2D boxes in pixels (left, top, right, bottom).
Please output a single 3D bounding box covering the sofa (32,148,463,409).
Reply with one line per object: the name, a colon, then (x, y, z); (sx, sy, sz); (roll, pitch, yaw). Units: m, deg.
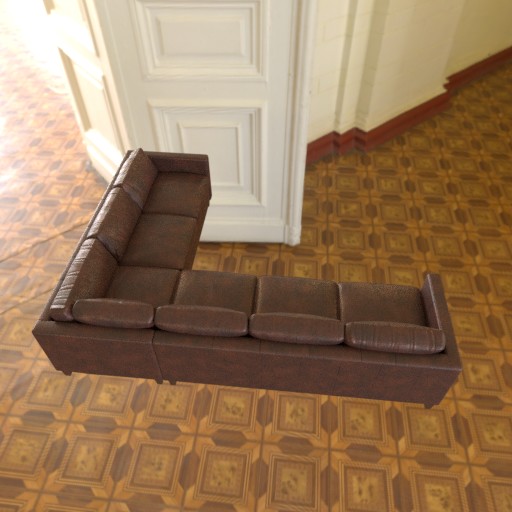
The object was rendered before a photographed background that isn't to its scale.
sofa: (0.000, 0.000, 4.219); (3.152, 0.836, 2.438); (4, 47, 4)
